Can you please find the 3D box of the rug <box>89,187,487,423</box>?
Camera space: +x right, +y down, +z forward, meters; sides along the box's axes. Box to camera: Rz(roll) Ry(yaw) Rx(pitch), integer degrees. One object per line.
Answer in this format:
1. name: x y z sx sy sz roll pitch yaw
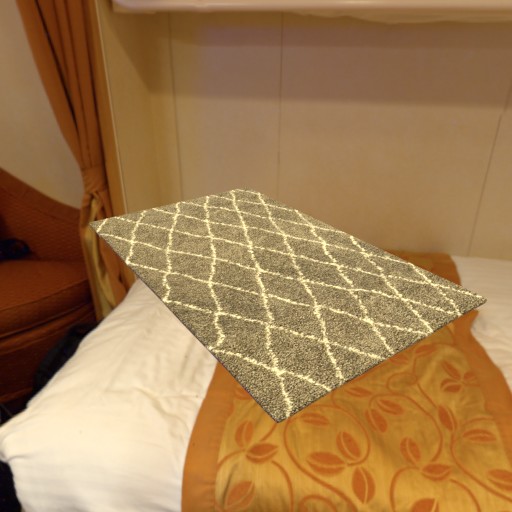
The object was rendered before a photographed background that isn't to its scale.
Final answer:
1. rug: 0.000 0.000 3.023 1.524 0.030 2.438 -18 32 -31
